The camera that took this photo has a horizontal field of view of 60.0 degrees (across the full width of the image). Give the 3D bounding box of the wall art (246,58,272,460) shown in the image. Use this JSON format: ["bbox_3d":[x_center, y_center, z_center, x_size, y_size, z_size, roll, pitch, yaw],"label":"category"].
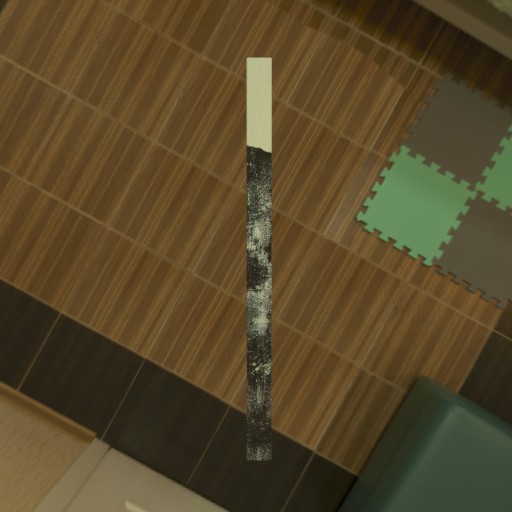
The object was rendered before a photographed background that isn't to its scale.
[{"bbox_3d":[0.000,0.000,1.127,0.041,0.915,0.610,0,91,0],"label":"wall art"}]
